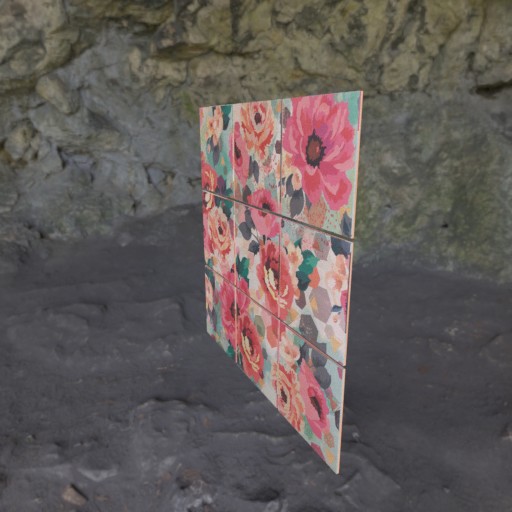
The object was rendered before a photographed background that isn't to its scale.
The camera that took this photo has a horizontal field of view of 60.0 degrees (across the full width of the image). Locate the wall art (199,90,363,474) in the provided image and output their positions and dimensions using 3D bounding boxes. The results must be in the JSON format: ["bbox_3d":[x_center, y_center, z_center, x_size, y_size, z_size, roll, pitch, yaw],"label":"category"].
[{"bbox_3d":[0.000,0.000,2.309,0.013,1.519,1.521,-8,18,-26],"label":"wall art"}]
